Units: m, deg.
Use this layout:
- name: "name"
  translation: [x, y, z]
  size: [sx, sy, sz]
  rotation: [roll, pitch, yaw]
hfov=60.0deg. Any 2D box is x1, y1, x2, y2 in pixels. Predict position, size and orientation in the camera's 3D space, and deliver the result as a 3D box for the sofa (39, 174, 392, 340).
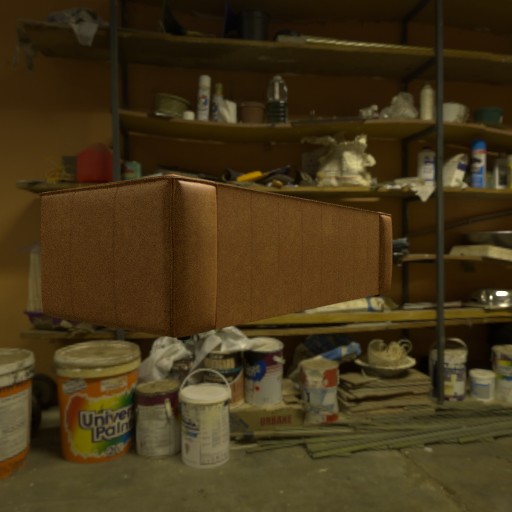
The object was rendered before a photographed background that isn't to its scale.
- name: "sofa"
  translation: [0.000, 0.000, 3.091]
  size: [1.102, 0.701, 2.581]
  rotation: [1, 1, 36]
